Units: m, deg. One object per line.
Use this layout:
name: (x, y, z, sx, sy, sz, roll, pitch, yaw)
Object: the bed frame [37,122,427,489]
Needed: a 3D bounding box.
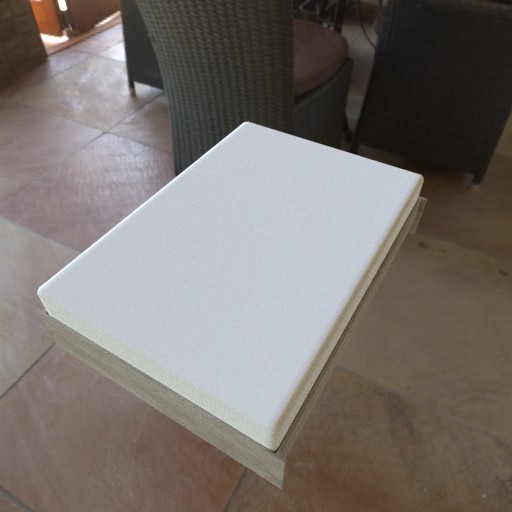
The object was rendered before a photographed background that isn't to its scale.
bed frame: (0.000, 0.000, 2.634, 1.445, 0.497, 1.945, 23, 50, 21)
